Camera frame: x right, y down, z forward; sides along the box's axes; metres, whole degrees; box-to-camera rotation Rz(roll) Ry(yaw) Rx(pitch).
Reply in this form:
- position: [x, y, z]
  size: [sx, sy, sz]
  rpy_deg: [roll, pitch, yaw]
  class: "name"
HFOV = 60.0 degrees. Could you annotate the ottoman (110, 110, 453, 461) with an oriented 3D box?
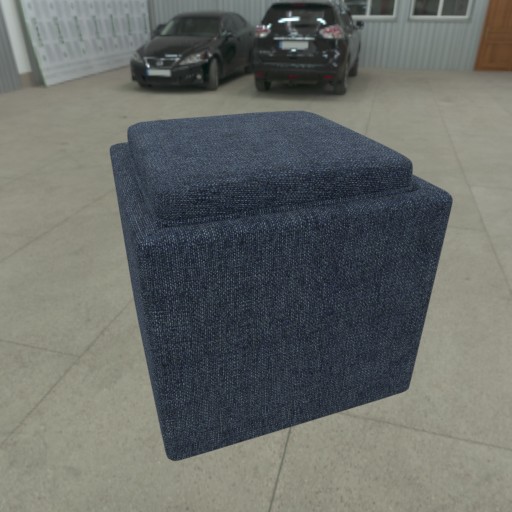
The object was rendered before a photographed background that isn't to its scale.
- position: [0.000, 0.000, 0.827]
  size: [0.450, 0.460, 0.450]
  rpy_deg: [-10, 31, -17]
  class: "ottoman"
